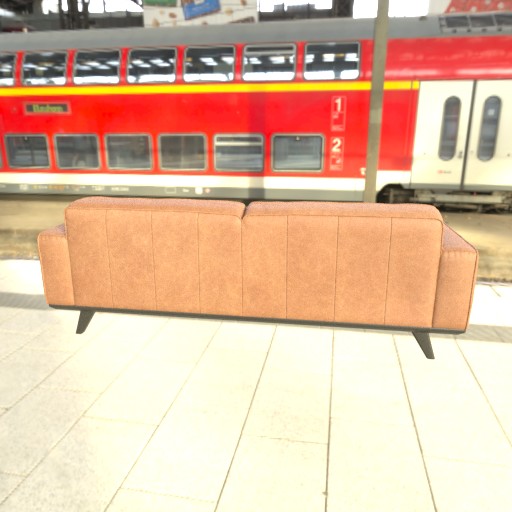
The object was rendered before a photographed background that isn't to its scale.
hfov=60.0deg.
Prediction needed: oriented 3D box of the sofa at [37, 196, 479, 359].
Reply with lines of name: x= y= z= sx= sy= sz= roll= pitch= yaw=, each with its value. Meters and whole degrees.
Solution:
sofa: x=0.000 y=0.000 z=2.682 sx=2.270 sy=0.780 sz=0.953 roll=2 pitch=16 yaw=8
